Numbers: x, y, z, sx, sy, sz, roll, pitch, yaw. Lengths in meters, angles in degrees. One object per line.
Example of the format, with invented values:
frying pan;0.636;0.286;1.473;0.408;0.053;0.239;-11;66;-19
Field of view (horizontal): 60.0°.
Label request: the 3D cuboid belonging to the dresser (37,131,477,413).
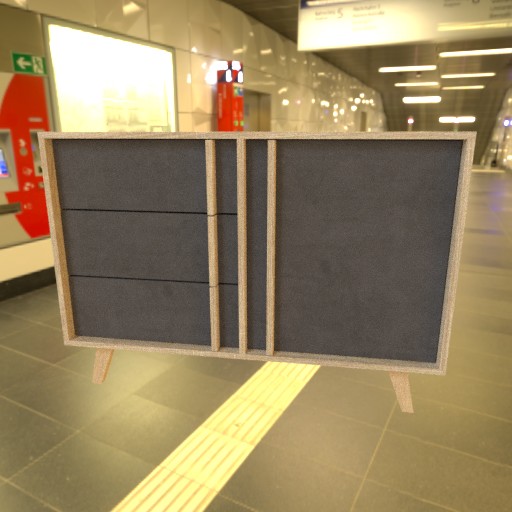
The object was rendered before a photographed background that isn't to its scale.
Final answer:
dresser;0.000;0.000;1.447;1.110;0.780;0.500;2;16;9
